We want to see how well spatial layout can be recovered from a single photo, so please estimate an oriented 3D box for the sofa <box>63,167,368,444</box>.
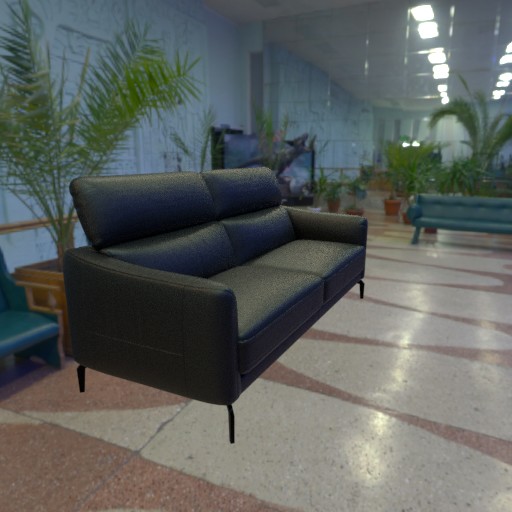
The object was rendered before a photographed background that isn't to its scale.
[{"bbox_3d":[0.000,0.000,2.550,0.856,0.957,2.069,7,14,27],"label":"sofa"}]
